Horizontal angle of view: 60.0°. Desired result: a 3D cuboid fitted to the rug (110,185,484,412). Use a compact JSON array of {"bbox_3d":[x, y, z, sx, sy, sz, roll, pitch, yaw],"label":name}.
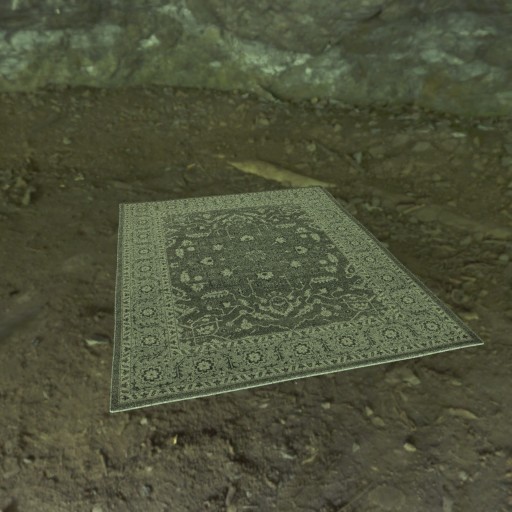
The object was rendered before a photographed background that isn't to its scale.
[{"bbox_3d":[0.000,0.000,4.036,2.451,0.026,3.069,-7,31,-12],"label":"rug"}]
